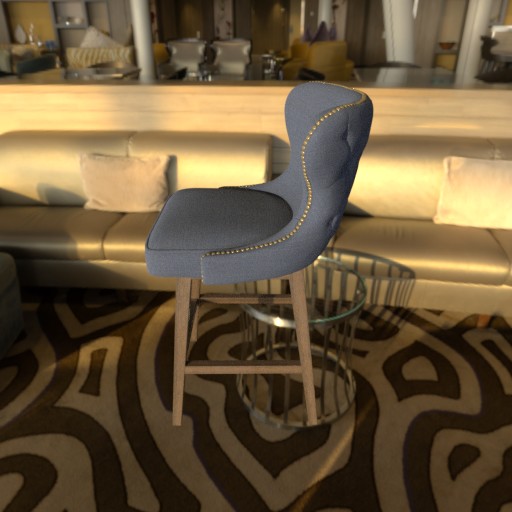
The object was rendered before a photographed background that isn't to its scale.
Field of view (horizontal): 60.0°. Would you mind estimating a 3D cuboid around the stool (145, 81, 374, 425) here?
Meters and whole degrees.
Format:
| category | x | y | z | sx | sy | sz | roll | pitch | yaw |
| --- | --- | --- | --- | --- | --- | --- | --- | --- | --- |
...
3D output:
| category | x | y | z | sx | sy | sz | roll | pitch | yaw |
| --- | --- | --- | --- | --- | --- | --- | --- | --- | --- |
| stool | 0.000 | 0.000 | 1.381 | 0.597 | 0.972 | 0.615 | 0 | 27 | 0 |
